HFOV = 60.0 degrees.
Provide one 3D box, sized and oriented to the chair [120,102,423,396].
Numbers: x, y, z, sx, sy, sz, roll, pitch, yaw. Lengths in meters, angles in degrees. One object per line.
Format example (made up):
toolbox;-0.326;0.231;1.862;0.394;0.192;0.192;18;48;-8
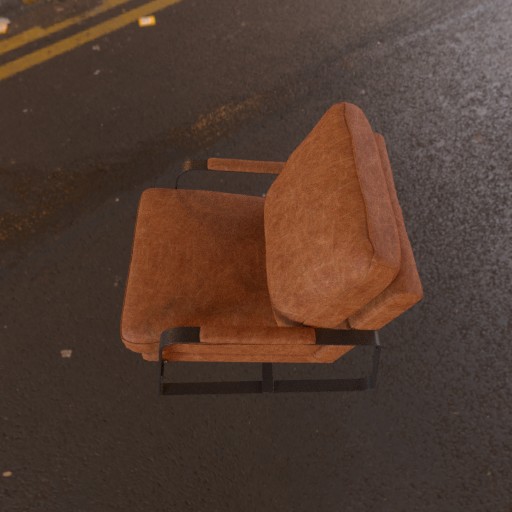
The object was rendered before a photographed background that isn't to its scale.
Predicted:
chair;0.000;0.000;1.397;0.801;0.777;0.651;-1;57;-1
